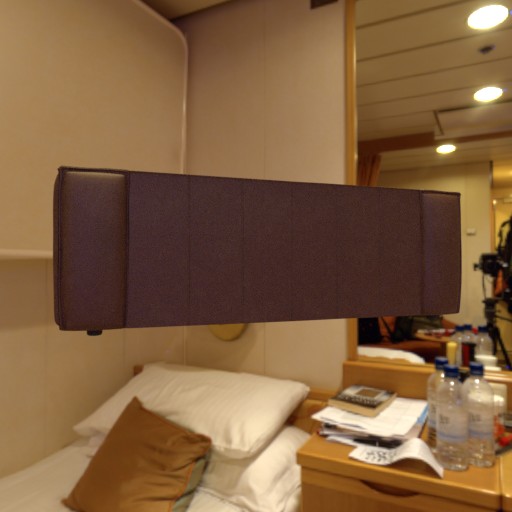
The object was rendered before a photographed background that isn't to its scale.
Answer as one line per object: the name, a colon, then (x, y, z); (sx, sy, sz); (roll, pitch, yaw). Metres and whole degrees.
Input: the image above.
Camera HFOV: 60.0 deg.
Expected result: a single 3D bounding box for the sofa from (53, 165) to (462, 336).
sofa: (0.000, 0.000, 2.573); (2.088, 0.703, 1.102); (0, -1, -19)
